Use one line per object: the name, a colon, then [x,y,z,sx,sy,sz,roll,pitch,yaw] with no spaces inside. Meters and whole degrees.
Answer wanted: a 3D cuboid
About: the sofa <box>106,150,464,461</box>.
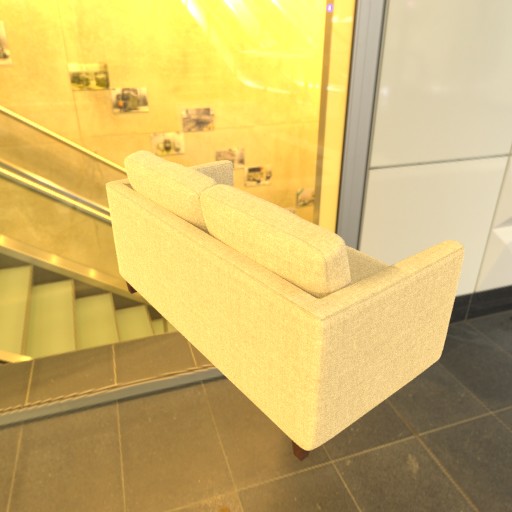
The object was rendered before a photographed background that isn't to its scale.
sofa: [0.000,0.000,2.460,0.950,0.963,1.884,-19,33,-33]
